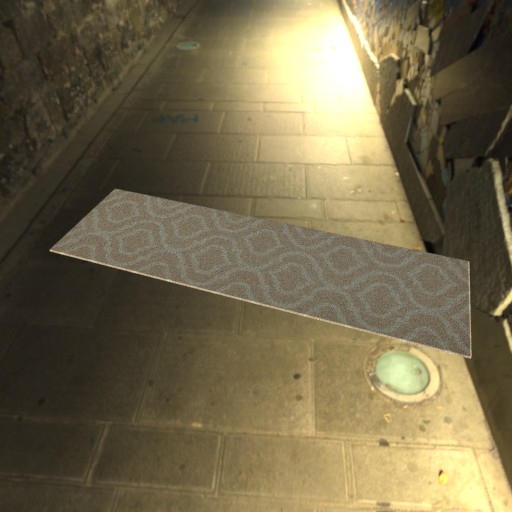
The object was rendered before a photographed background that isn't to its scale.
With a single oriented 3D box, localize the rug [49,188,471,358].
[{"bbox_3d":[0.000,0.000,2.522,2.289,0.013,0.691,13,43,14],"label":"rug"}]
